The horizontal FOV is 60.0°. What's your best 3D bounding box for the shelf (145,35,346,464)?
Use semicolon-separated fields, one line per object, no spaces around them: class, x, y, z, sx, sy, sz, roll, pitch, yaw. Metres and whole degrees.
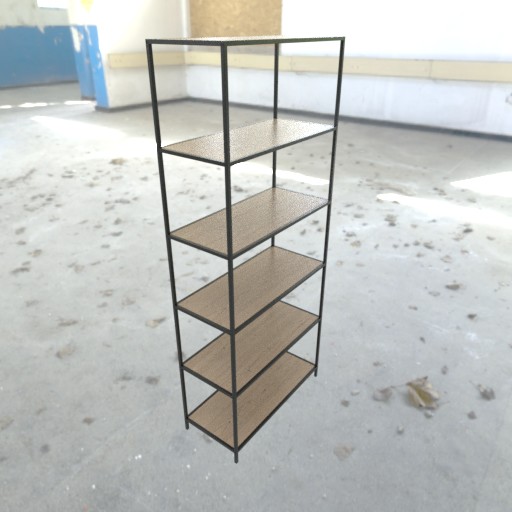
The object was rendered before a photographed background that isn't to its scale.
shelf;0.000;0.000;2.092;0.350;1.850;0.770;19;33;33
